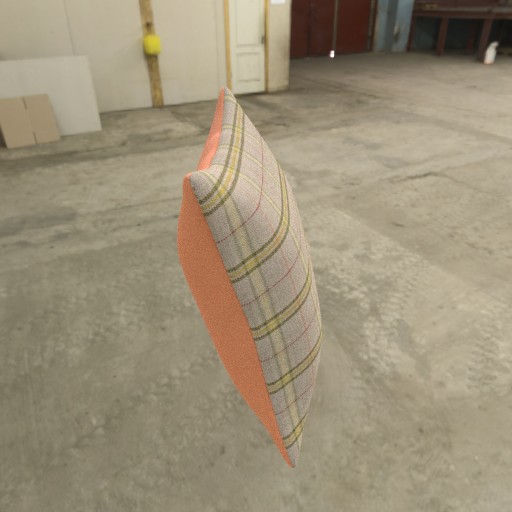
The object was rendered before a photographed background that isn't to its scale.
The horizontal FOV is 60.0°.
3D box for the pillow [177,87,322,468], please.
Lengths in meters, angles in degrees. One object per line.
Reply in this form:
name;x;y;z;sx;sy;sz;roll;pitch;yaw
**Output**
pillow;0.000;0.000;0.697;0.200;0.430;0.453;0;30;1
